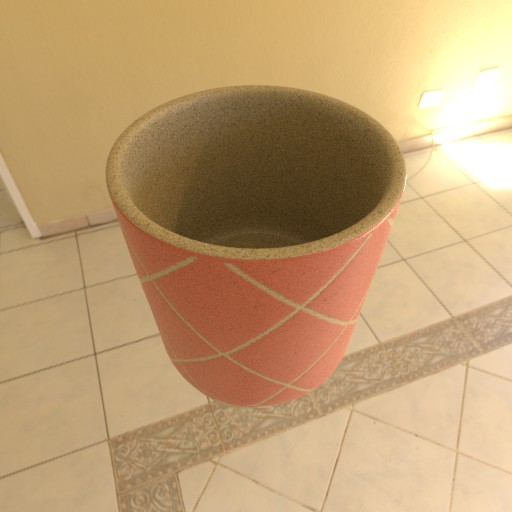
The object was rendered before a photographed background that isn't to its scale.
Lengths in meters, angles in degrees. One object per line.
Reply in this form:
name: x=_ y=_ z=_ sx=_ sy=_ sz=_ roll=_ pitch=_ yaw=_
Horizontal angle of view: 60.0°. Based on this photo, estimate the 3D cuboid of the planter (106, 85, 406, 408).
planter: x=0.000 y=0.000 z=0.427 sx=0.227 sy=0.235 sz=0.227 roll=0 pitch=47 yaw=0
